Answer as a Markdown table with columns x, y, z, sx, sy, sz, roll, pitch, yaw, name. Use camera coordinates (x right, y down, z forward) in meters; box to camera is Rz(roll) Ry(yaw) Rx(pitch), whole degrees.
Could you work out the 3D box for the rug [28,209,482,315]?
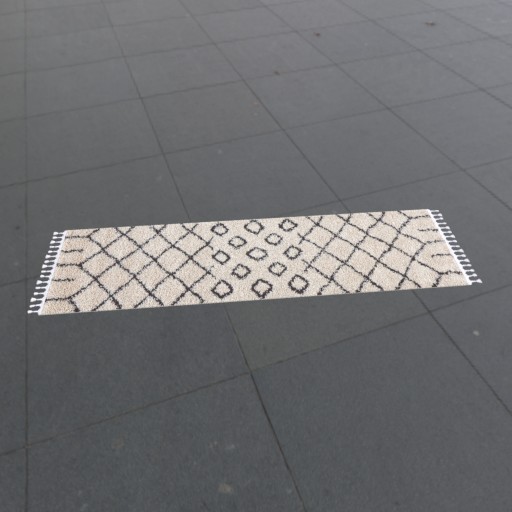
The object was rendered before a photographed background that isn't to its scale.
| x | y | z | sx | sy | sz | roll | pitch | yaw | name |
| --- | --- | --- | --- | --- | --- | --- | --- | --- | --- |
| 0.000 | 0.000 | 2.607 | 2.464 | 0.005 | 0.660 | -4 | 45 | -4 | rug |
